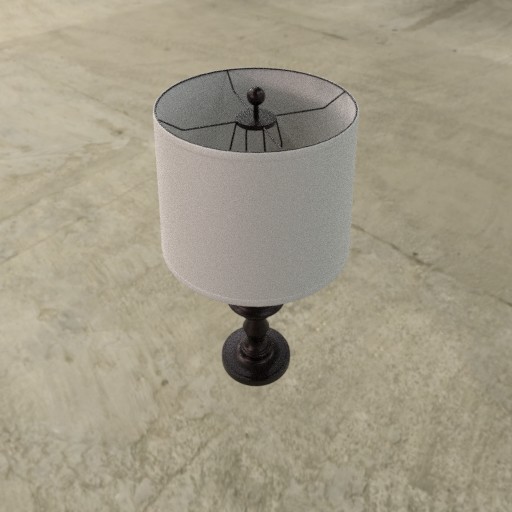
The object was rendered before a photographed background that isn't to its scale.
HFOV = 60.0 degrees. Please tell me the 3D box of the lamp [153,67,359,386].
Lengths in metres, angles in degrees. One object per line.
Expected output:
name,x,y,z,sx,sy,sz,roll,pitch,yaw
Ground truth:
lamp,0.000,0.000,0.949,0.383,0.726,0.383,0,42,0
